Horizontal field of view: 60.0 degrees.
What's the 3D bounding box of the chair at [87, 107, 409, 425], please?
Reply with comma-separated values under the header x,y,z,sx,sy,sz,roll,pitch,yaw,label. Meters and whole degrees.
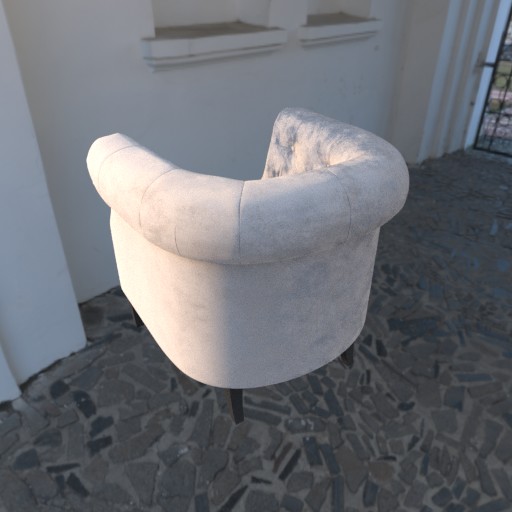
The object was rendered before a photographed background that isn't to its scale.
x,y,z,sx,sy,sz,roll,pitch,yaw,label
0.000,0.000,1.545,0.904,0.826,0.851,-18,35,-28,chair
